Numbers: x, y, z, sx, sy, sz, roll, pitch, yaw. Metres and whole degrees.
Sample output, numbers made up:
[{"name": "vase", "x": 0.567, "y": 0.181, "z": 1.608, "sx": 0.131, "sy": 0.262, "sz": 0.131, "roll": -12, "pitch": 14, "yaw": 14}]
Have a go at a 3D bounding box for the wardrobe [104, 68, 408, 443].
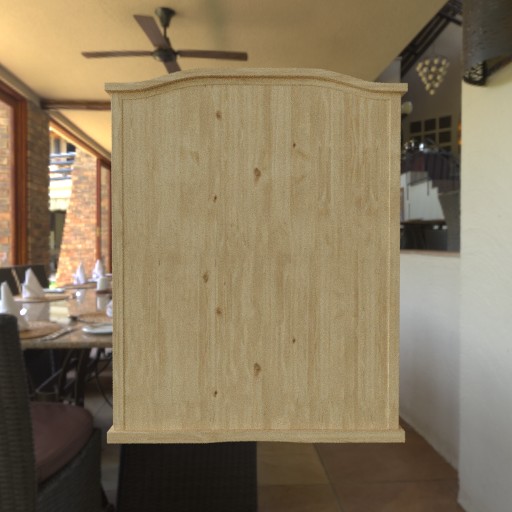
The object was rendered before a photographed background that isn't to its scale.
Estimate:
[{"name": "wardrobe", "x": 0.000, "y": 0.000, "z": 2.493, "sx": 1.500, "sy": 1.870, "sz": 0.570, "roll": 0, "pitch": 1, "yaw": 0}]
